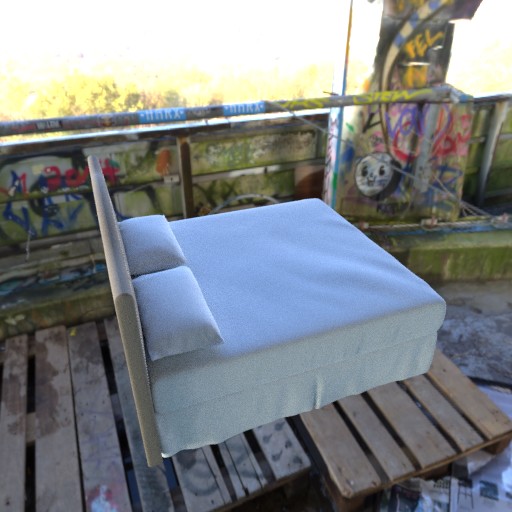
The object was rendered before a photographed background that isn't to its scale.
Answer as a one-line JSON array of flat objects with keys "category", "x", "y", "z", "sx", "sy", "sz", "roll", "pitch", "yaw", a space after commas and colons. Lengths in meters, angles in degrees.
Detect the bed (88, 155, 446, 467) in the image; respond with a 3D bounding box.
[{"category": "bed", "x": 0.000, "y": 0.000, "z": 3.455, "sx": 2.182, "sy": 1.421, "sz": 2.083, "roll": -11, "pitch": 33, "yaw": -18}]
